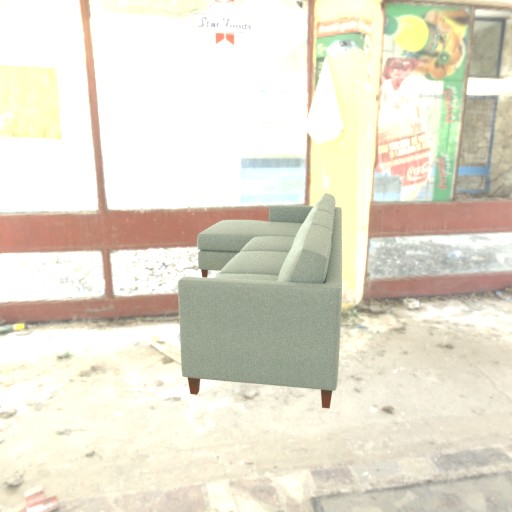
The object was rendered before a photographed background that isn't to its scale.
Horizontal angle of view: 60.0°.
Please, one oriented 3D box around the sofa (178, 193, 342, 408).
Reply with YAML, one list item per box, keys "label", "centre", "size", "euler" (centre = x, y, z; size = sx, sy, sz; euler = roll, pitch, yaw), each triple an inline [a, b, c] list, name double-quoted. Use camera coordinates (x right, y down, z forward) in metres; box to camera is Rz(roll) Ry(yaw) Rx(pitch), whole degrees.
- label: "sofa"
  centre: [0.000, 0.000, 4.212]
  size: [1.600, 0.953, 3.470]
  euler: [3, 14, 10]
